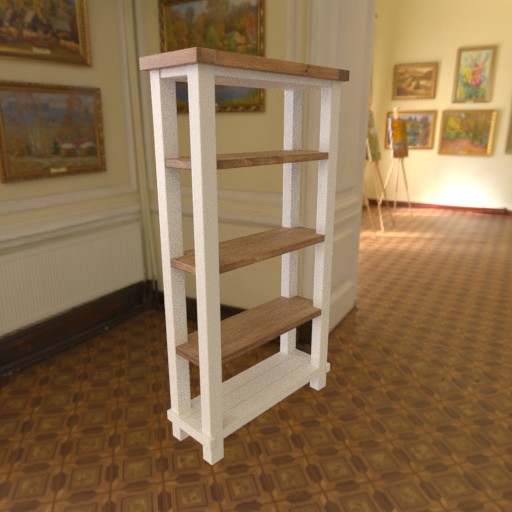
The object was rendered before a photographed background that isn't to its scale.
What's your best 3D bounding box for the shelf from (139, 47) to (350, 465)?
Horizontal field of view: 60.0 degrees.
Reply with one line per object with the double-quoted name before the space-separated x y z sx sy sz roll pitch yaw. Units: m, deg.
"shelf" 0.000 0.000 2.352 0.381 1.878 1.022 15 22 41
